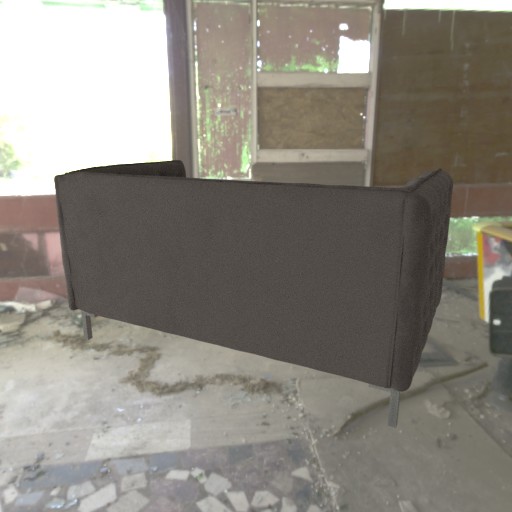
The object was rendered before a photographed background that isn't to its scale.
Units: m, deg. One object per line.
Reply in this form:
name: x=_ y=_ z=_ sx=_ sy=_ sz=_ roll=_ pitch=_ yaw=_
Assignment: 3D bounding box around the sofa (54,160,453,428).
sofa: x=0.000 y=0.000 z=2.064 sx=1.583 sy=0.810 sz=0.909 roll=8 pitch=17 yaw=26
